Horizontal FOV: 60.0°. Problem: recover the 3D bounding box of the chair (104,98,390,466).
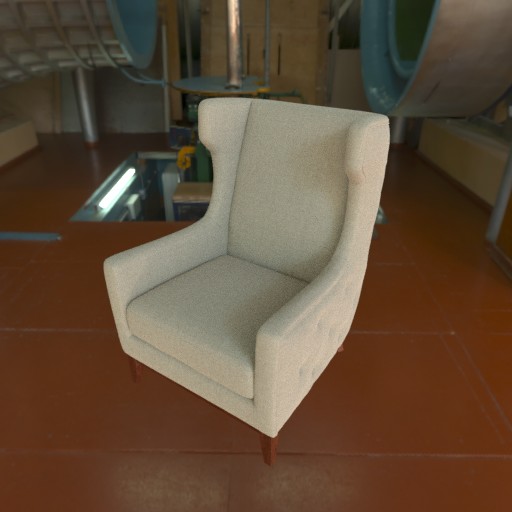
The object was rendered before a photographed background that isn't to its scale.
[{"bbox_3d":[0.000,0.000,1.740,0.778,1.079,0.899,19,34,30],"label":"chair"}]
